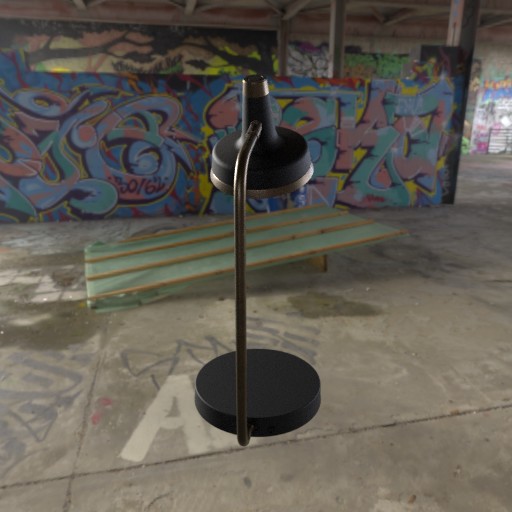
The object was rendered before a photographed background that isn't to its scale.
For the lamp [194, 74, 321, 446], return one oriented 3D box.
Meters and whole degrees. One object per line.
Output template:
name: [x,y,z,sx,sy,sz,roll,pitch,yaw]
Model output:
lamp: [0.000,0.000,0.500,0.162,0.385,0.218,2,17,7]
